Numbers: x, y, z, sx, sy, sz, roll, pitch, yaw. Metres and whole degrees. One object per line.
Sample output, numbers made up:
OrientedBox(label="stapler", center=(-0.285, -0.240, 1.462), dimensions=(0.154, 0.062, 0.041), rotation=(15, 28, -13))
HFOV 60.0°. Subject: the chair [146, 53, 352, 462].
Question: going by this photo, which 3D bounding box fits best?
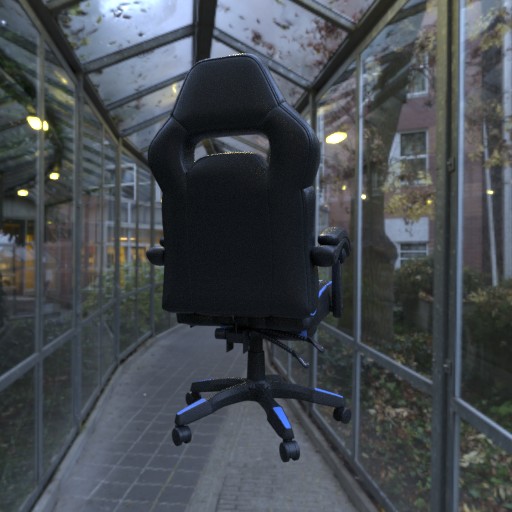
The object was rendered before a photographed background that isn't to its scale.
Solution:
OrientedBox(label="chair", center=(0.000, 0.000, 1.711), dimensions=(0.700, 1.280, 0.700), rotation=(0, 0, 18))
